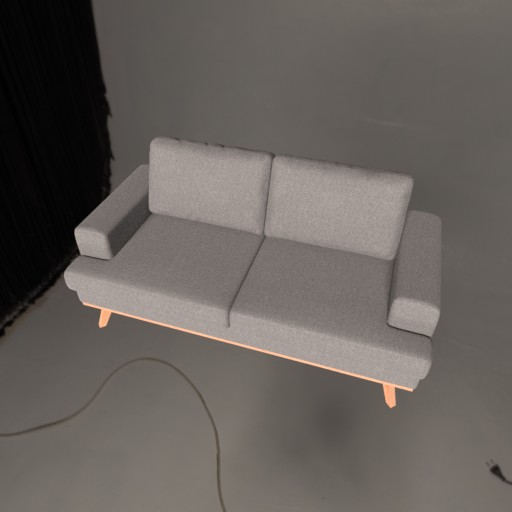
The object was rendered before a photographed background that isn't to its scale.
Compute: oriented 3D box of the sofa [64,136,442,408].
[{"bbox_3d":[0.000,0.000,2.122,1.650,0.810,0.785,12,43,13],"label":"sofa"}]
